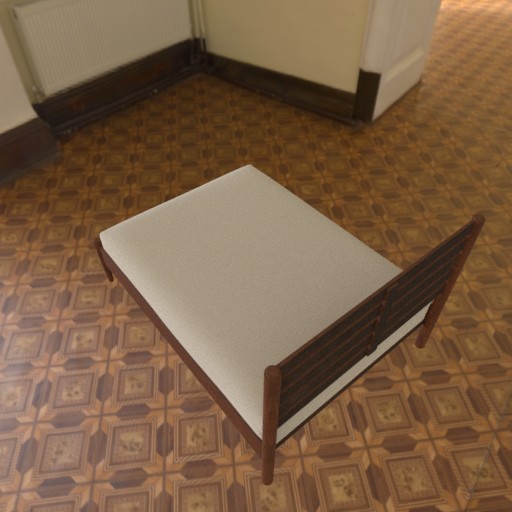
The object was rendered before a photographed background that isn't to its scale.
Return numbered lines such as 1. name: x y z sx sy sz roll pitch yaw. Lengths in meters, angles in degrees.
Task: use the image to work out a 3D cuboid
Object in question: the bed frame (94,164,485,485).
1. bed frame: 0.000 0.000 3.274 1.655 1.321 2.234 -30 53 -26
